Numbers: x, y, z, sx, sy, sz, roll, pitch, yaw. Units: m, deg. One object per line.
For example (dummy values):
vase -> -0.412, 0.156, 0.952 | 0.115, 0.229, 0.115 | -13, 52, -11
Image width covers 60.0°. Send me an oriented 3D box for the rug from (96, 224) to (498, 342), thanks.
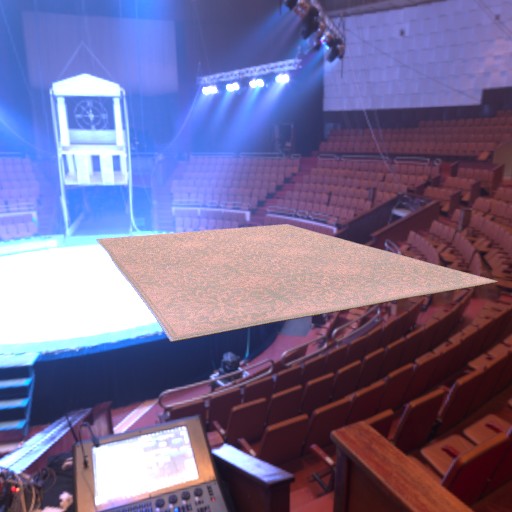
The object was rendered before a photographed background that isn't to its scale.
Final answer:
rug -> 0.000, 0.000, 3.934 | 2.363, 0.012, 2.980 | -6, 14, -25
